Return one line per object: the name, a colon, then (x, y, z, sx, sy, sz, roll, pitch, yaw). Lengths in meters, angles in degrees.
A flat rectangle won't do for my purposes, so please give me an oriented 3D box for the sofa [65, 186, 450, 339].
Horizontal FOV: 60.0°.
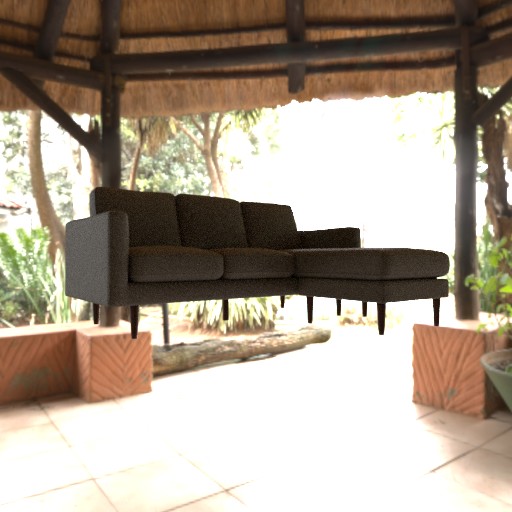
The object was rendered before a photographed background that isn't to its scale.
sofa: (0.000, 0.000, 3.013, 2.055, 0.957, 1.667, 0, -1, -37)
